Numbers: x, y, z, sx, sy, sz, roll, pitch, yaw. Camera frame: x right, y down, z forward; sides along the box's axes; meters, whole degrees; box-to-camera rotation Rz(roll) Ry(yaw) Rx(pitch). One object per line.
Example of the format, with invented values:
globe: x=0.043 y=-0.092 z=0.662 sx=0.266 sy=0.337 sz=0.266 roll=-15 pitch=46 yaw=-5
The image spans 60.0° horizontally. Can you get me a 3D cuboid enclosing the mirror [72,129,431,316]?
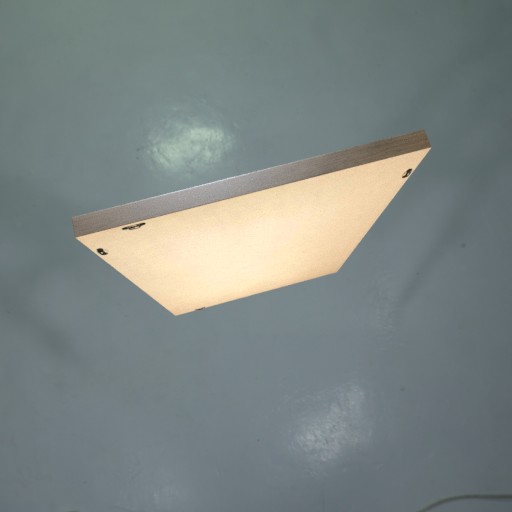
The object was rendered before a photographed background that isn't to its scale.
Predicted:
mirror: x=0.000 y=0.000 z=1.175 sx=0.609 sy=0.915 sz=0.041 roll=-15 pitch=75 yaw=-4
